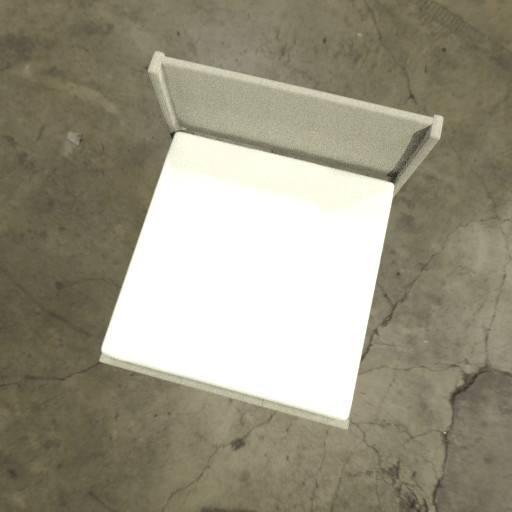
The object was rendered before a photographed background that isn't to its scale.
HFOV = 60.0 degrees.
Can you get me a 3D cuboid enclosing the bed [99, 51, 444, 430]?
[{"bbox_3d":[0.000,0.000,3.613,2.140,1.470,2.280,14,76,4],"label":"bed"}]
